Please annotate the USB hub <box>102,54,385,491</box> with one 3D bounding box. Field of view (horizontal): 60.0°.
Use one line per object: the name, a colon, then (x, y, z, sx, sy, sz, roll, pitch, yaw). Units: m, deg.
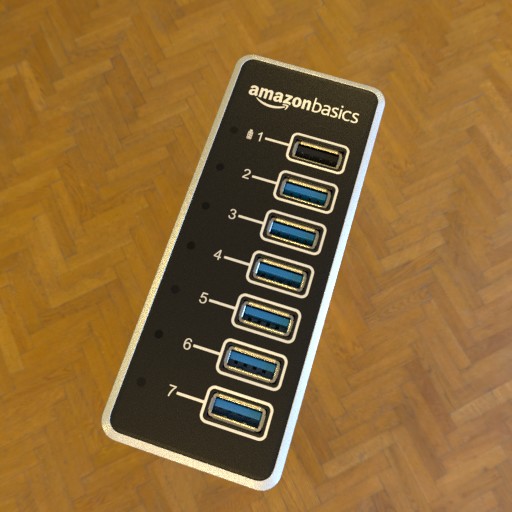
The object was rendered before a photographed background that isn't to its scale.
USB hub: (0.000, 0.000, 0.125, 0.044, 0.023, 0.110, 17, 77, 4)
